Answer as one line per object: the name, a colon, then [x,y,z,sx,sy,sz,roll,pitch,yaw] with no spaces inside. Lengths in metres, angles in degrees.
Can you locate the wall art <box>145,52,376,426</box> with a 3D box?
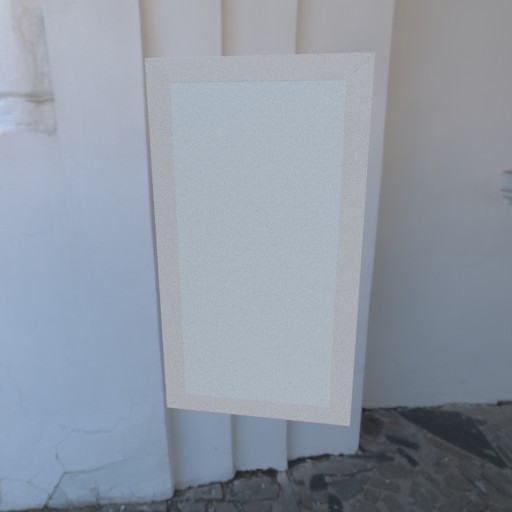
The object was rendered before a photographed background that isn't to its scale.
wall art: [0.000,0.000,0.822,0.380,0.683,0.013,3,16,9]
